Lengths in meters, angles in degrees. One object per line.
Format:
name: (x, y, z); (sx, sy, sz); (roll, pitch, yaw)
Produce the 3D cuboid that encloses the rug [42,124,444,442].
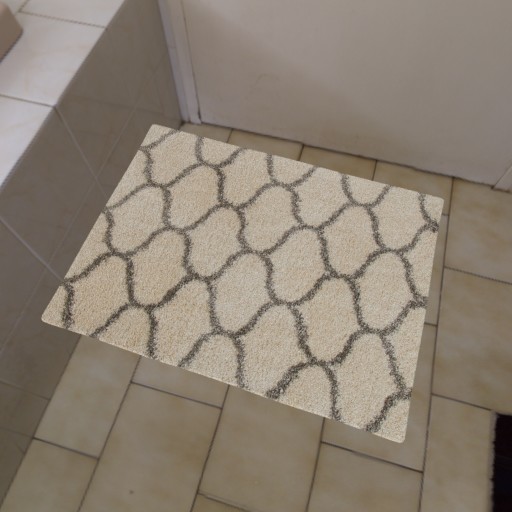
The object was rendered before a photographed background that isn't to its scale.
rug: (0.000, 0.000, 2.090); (1.600, 0.025, 1.200); (16, 64, 8)
